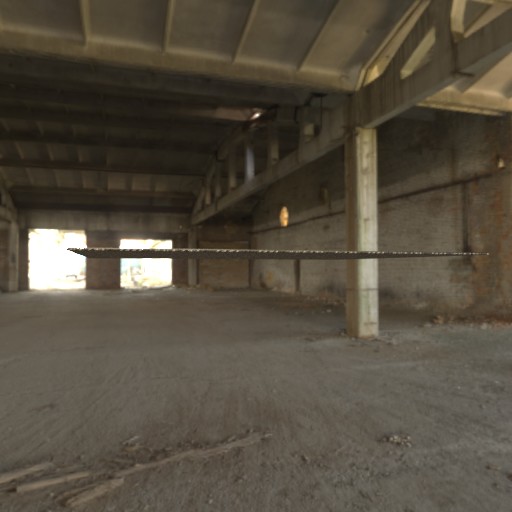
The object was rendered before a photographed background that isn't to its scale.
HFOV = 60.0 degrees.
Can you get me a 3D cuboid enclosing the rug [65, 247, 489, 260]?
[{"bbox_3d":[0.000,0.000,3.921,2.902,0.017,2.306,0,-2,-18],"label":"rug"}]
